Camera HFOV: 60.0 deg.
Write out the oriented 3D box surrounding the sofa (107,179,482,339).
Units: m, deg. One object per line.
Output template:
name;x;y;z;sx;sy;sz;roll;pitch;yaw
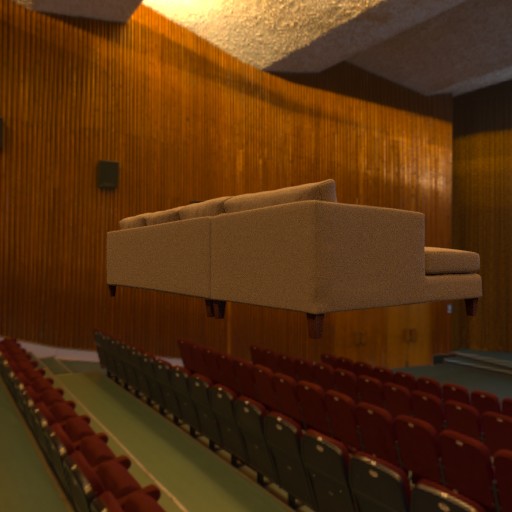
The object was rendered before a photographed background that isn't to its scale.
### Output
sofa;0.000;0.000;3.911;1.625;0.846;3.186;0;0;-36
